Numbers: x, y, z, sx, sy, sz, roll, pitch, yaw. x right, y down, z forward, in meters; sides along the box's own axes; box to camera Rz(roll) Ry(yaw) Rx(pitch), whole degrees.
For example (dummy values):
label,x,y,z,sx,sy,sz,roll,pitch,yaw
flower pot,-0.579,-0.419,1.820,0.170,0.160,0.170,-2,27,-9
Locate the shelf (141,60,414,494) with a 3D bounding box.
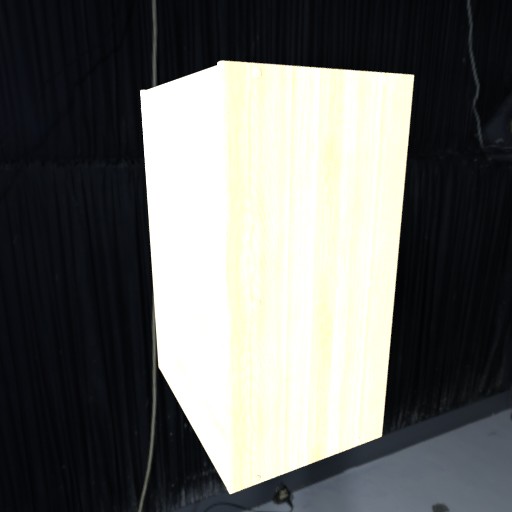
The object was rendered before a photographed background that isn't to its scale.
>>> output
label,x,y,z,sx,sy,sz,roll,pitch,yaw
shelf,0.000,0.000,0.813,0.290,0.592,0.414,-8,17,-25
